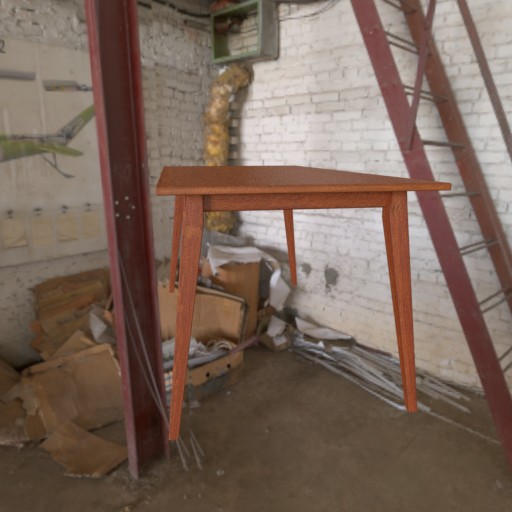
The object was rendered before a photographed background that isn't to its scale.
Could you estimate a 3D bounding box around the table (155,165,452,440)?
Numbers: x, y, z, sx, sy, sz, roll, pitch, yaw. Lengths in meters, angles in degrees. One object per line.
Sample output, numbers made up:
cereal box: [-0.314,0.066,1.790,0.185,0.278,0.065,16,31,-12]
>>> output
table: [0.000,0.000,2.018,0.811,0.755,1.609,-2,14,-10]
